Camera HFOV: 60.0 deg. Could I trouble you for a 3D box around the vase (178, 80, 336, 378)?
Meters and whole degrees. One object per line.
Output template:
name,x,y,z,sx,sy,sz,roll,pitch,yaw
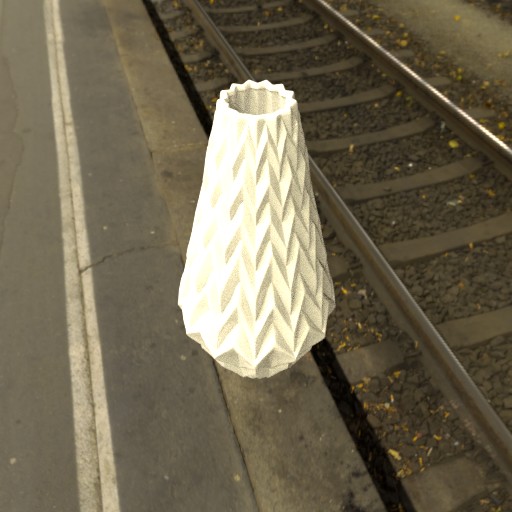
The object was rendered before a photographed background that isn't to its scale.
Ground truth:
vase,0.000,0.000,0.429,0.167,0.328,0.167,0,48,0
